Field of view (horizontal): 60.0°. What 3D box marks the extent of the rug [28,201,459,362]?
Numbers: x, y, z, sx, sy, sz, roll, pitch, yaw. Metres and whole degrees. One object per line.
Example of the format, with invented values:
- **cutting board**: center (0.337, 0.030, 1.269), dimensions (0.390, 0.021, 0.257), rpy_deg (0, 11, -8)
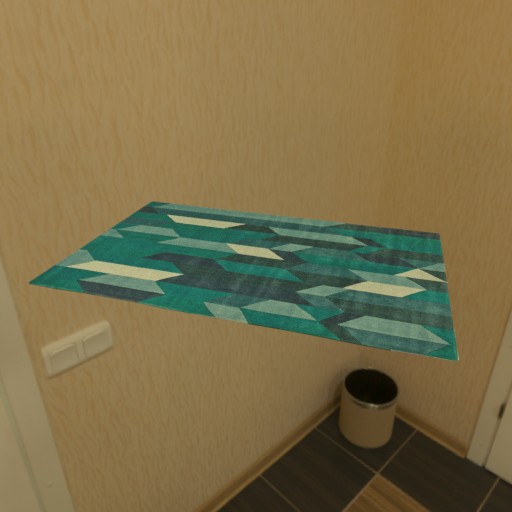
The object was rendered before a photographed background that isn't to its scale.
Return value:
- **rug**: center (0.000, 0.000, 3.004), dimensions (2.420, 0.005, 1.528), rpy_deg (8, 28, 15)
